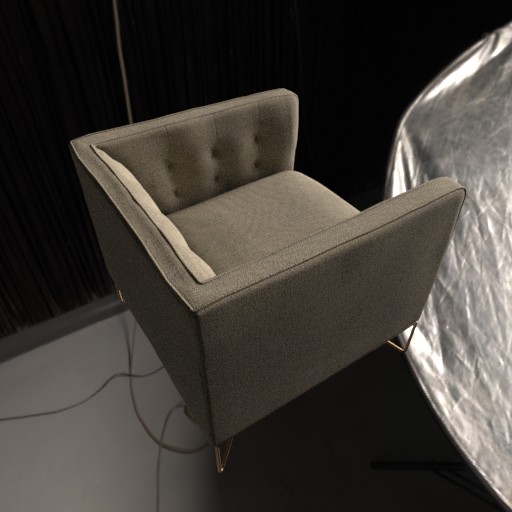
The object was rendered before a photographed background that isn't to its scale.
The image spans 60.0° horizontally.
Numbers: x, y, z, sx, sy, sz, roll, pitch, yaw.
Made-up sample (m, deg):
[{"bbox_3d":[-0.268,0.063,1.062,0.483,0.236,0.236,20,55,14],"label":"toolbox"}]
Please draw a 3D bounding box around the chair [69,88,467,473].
[{"bbox_3d":[0.000,0.000,1.616,0.912,0.799,0.920,-24,47,-24],"label":"chair"}]
